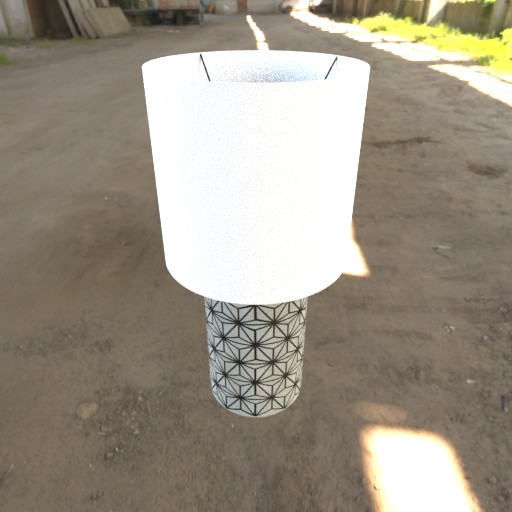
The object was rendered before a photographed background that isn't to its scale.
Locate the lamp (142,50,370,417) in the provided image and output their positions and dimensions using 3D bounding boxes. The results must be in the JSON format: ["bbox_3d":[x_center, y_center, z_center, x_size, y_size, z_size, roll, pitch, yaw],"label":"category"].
[{"bbox_3d":[0.000,0.000,0.517,0.206,0.416,0.206,-20,36,-30],"label":"lamp"}]
